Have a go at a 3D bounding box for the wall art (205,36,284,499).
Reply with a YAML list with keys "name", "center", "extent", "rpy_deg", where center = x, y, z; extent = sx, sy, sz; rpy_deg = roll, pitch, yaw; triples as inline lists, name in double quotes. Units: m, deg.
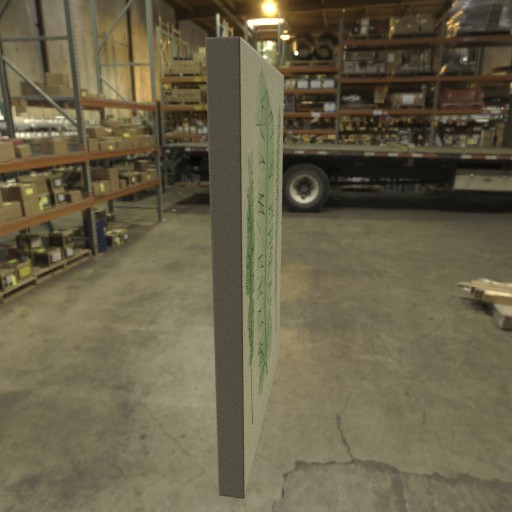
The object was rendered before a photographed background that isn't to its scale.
- name: "wall art"
  center: [0.000, 0.000, 0.754]
  extent: [0.038, 0.608, 0.418]
  rpy_deg: [3, 17, 9]
